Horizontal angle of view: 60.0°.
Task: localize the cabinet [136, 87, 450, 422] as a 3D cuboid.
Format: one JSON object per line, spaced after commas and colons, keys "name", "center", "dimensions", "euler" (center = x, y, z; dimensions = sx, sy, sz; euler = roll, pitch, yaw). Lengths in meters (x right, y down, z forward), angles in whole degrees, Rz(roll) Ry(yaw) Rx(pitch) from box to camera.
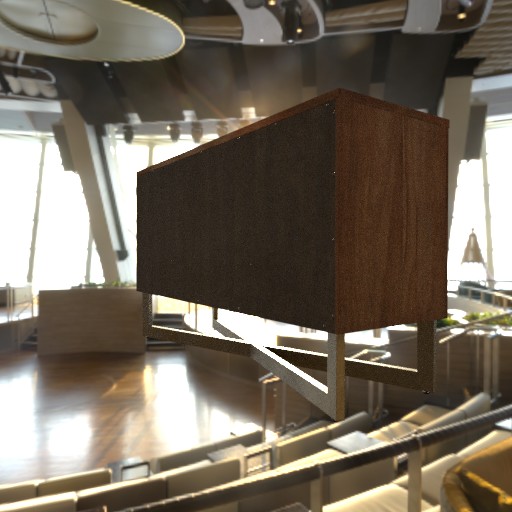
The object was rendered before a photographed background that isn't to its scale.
{"name": "cabinet", "center": [0.000, 0.000, 1.748], "dimensions": [0.480, 0.812, 1.373], "euler": [-1, 1, -35]}
